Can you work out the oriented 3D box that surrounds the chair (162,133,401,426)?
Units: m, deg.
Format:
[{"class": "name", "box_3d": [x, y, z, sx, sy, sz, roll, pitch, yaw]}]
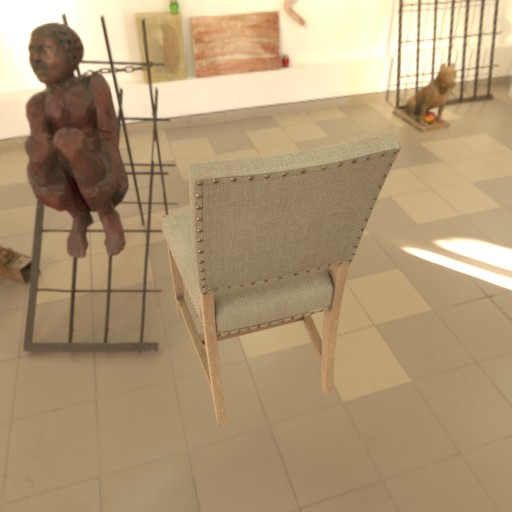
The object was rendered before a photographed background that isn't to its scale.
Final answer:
[{"class": "chair", "box_3d": [0.000, 0.000, 1.379, 0.508, 0.986, 0.622, -12, 42, -13]}]
